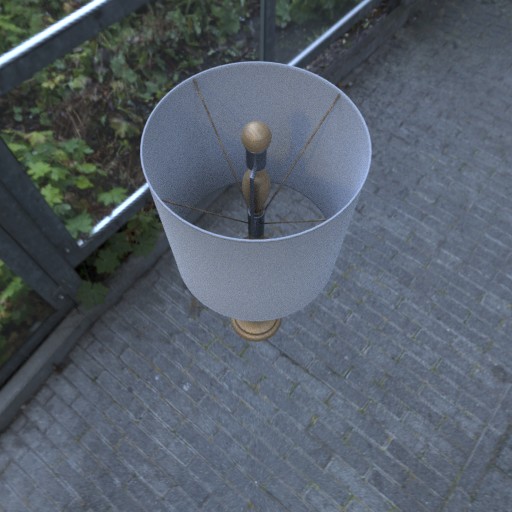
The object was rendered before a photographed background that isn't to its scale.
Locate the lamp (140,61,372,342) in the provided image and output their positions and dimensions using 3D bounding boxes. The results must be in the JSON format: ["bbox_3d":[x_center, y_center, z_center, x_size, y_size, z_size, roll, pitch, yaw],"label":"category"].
[{"bbox_3d":[0.000,0.000,0.728,0.250,0.597,0.250,-34,68,-16],"label":"lamp"}]
